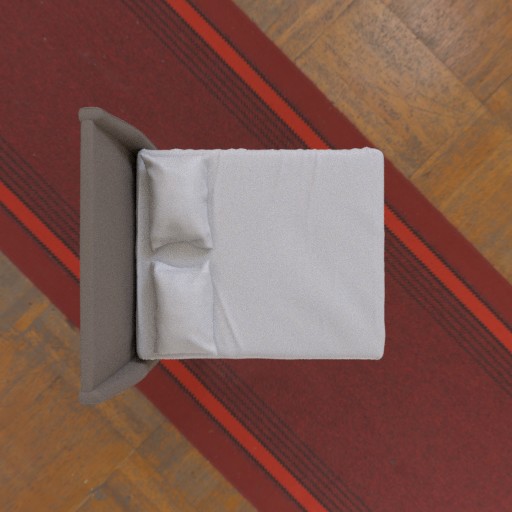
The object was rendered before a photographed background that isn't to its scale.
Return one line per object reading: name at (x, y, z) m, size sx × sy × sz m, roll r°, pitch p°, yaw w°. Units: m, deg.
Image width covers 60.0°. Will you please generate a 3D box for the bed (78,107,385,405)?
bed at (0.000, 0.000, 3.464) m, size 2.276 × 1.332 × 1.925 m, roll 0°, pitch 90°, yaw 0°
